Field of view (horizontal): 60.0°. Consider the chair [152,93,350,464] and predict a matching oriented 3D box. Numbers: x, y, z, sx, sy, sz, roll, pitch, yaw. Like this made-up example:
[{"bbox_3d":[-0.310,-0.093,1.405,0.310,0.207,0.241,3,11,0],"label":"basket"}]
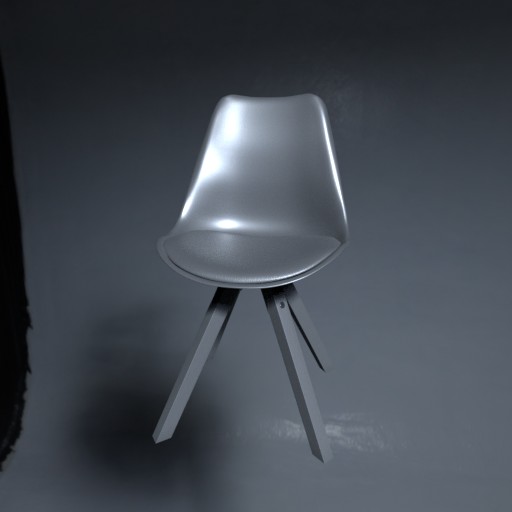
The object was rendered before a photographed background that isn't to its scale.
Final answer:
[{"bbox_3d":[0.000,0.000,1.183,0.485,0.850,0.530,3,16,9],"label":"chair"}]
